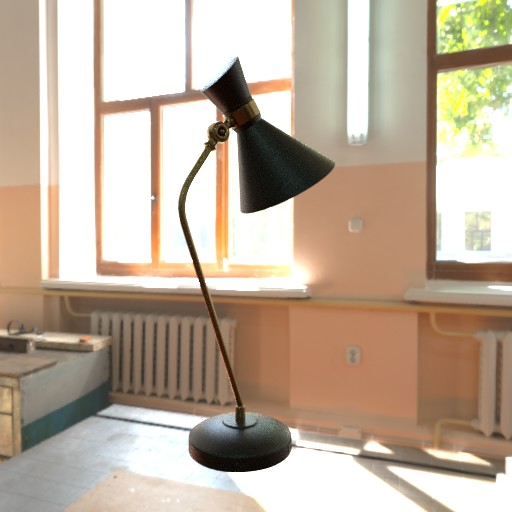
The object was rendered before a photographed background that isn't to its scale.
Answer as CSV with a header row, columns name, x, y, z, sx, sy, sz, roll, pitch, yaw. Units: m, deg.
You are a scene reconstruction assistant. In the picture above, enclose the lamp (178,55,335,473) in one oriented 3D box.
name,x,y,z,sx,sy,sz,roll,pitch,yaw
lamp,0.000,0.000,0.764,0.292,0.647,0.189,-1,1,-35
